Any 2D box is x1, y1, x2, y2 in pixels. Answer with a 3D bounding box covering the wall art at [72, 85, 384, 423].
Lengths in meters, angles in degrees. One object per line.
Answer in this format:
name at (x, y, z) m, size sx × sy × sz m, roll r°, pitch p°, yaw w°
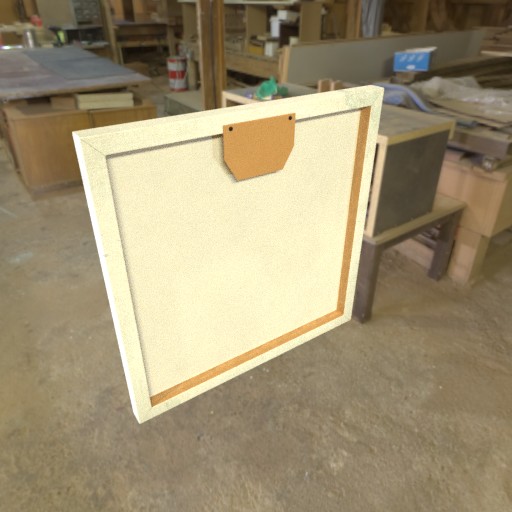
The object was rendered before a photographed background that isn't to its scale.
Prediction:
wall art at (0.000, 0.000, 0.921) m, size 0.605 × 0.605 × 0.044 m, roll -19°, pitch 37°, yaw -28°
